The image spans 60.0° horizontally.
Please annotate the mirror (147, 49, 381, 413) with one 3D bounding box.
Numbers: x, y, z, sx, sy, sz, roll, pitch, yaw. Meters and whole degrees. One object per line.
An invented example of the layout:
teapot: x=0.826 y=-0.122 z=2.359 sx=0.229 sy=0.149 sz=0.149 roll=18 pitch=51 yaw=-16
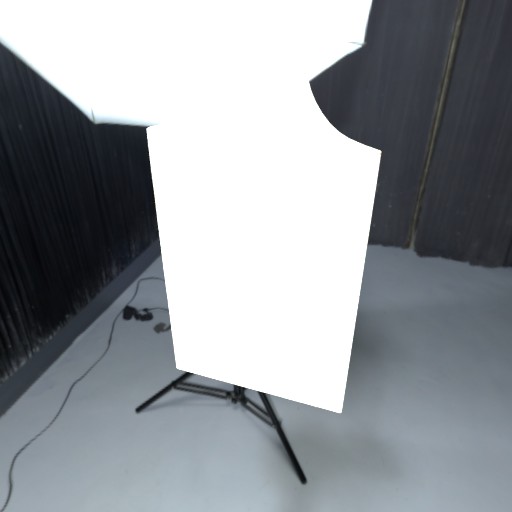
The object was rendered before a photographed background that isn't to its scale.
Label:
mirror: x=0.000 y=0.000 z=0.850 sx=0.403 sy=0.717 sz=0.022 roll=10 pitch=33 yaw=16
